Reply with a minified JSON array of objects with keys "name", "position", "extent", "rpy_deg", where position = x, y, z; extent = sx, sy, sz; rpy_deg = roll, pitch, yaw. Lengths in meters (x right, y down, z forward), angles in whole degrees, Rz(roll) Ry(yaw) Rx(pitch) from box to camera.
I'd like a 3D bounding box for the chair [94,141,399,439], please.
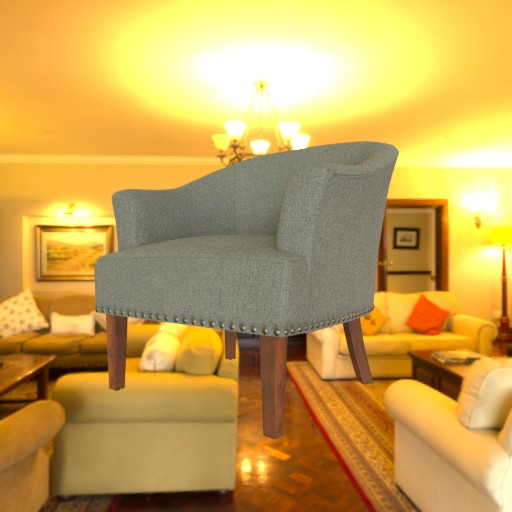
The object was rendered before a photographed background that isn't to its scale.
[{"name":"chair","position":[0.000,0.000,1.400],"extent":[0.798,0.815,0.704],"rpy_deg":[0,0,37]}]
